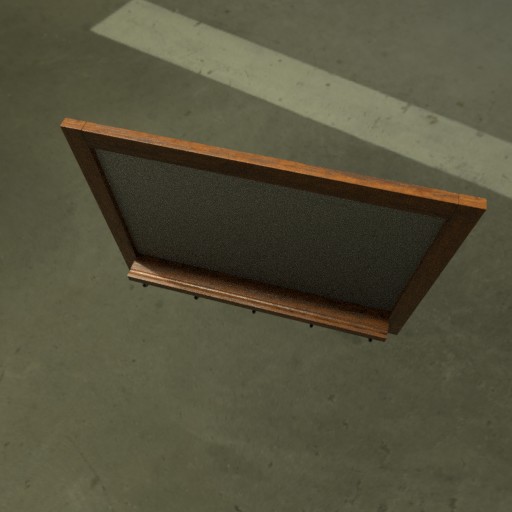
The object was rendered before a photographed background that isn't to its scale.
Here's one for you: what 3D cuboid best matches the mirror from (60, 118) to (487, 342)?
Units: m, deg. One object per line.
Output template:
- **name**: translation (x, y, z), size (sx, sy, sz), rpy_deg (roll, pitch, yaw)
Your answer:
- **mirror**: translation (0.000, 0.000, 0.982), size (0.758, 0.537, 0.084), rpy_deg (13, 59, 8)
